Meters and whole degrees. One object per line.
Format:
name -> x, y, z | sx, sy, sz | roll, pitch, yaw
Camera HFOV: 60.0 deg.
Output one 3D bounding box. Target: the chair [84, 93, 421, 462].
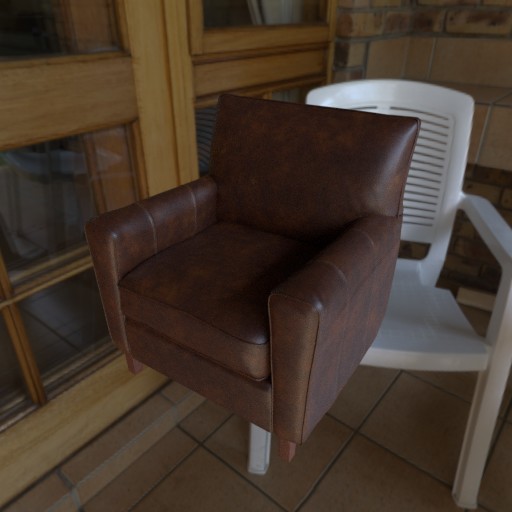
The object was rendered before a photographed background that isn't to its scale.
chair -> 0.000, 0.000, 1.598 | 0.870, 0.943, 0.823 | 18, 34, 29
